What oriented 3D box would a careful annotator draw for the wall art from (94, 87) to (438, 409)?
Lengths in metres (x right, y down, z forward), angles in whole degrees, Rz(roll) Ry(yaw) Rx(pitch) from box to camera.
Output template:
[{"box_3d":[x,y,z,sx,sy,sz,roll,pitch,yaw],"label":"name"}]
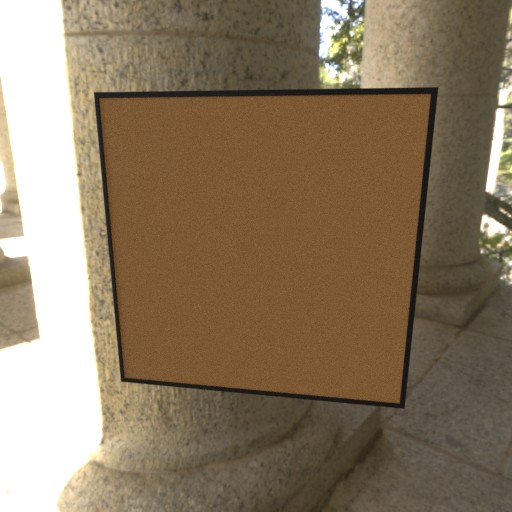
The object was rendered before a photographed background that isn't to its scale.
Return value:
[{"box_3d":[0.000,0.000,0.943,0.664,0.663,0.015,3,16,9],"label":"wall art"}]
